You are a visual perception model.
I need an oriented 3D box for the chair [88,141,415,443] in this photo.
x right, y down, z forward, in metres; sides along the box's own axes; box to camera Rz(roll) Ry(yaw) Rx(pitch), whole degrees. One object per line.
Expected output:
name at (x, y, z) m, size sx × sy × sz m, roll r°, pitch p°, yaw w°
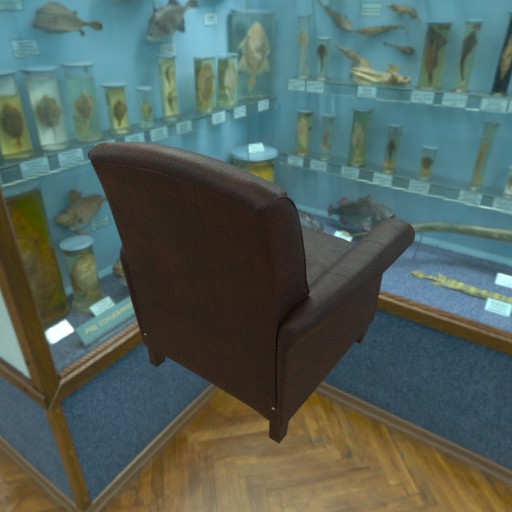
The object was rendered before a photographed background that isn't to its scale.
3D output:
chair at (0.000, 0.000, 1.797) m, size 0.978 × 1.061 × 0.902 m, roll 20°, pitch 35°, yaw 31°
